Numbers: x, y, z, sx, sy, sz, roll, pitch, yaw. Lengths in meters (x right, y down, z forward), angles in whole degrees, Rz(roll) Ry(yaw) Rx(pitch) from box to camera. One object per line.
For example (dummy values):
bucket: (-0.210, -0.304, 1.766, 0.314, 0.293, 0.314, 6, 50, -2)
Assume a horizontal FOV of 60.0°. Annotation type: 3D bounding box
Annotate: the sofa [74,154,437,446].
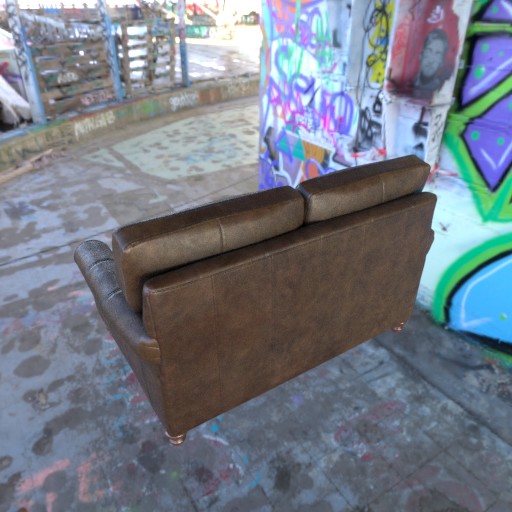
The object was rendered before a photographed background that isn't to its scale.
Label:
sofa: (0.000, 0.000, 2.249, 1.616, 0.976, 0.990, -18, 35, -28)
